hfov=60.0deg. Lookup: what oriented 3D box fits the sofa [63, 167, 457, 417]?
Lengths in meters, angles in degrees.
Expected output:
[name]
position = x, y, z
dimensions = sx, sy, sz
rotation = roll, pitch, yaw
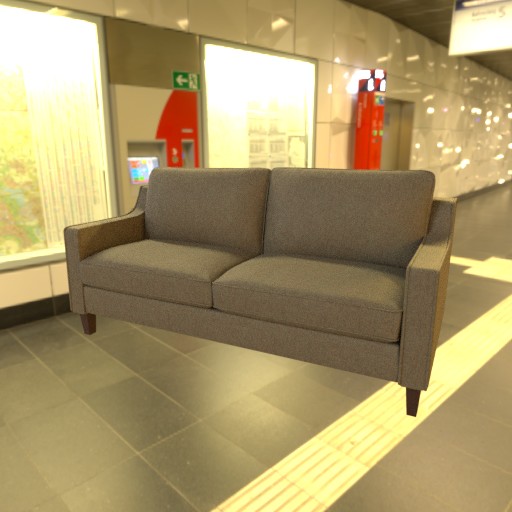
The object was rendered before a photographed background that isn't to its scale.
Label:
[sofa]
position = 0.000, 0.000, 2.753
dimensions = 2.181, 1.074, 1.073
rotation = 7, 16, 25
